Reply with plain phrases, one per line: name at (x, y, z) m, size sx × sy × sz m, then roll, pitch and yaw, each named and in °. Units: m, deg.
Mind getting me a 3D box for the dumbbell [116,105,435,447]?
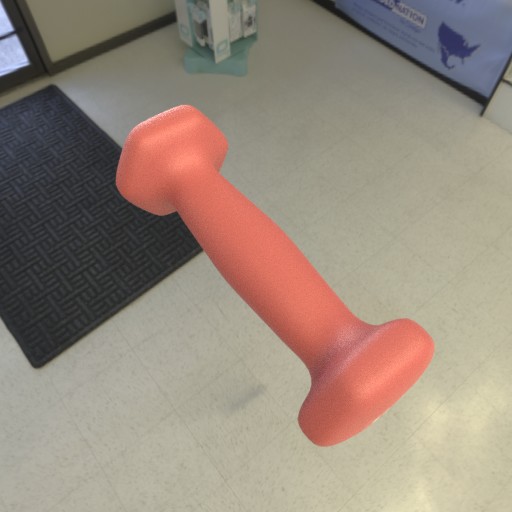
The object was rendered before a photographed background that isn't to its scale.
dumbbell at (0.000, 0.000, 0.148) m, size 0.047 × 0.043 × 0.123 m, roll -32°, pitch 63°, yaw -19°
